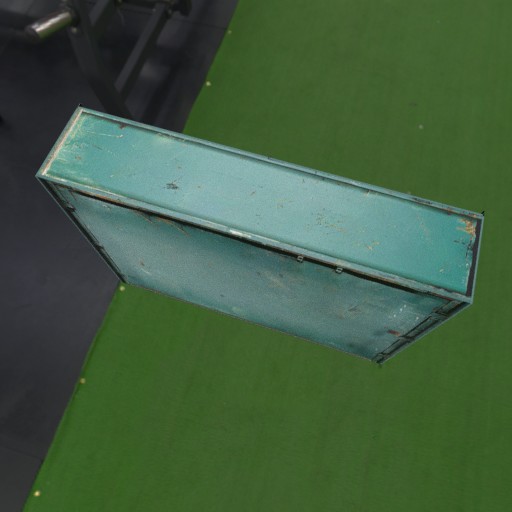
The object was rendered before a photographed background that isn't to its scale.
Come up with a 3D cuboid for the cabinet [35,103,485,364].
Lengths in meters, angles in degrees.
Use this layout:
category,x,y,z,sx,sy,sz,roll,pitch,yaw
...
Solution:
category,x,y,z,sx,sy,sz,roll,pitch,yaw
cabinet,0.000,0.000,4.012,3.001,2.160,0.680,17,68,7
